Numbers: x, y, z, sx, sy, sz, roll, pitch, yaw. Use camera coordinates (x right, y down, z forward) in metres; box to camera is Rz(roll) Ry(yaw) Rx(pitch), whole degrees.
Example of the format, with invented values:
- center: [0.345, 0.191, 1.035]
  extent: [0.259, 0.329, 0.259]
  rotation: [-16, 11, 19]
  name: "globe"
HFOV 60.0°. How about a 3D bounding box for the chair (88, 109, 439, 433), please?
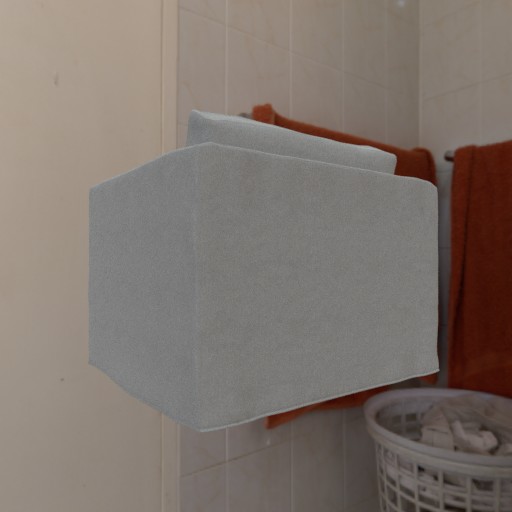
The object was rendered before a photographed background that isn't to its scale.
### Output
- center: [0.000, 0.000, 1.723]
  extent: [1.057, 0.863, 0.949]
  rotation: [0, 0, -36]
  name: "chair"
